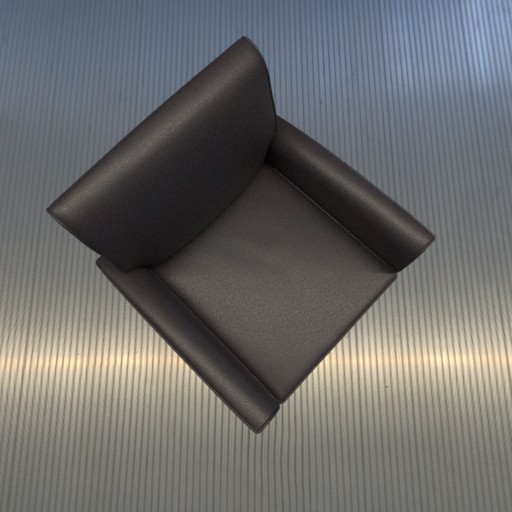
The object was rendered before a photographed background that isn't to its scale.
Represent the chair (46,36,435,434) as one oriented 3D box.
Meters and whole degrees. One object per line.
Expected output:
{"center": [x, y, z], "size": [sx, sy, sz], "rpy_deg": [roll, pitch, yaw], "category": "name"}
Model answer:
{"center": [0.000, 0.000, 1.559], "size": [0.819, 0.916, 0.820], "rpy_deg": [43, 80, 9], "category": "chair"}
